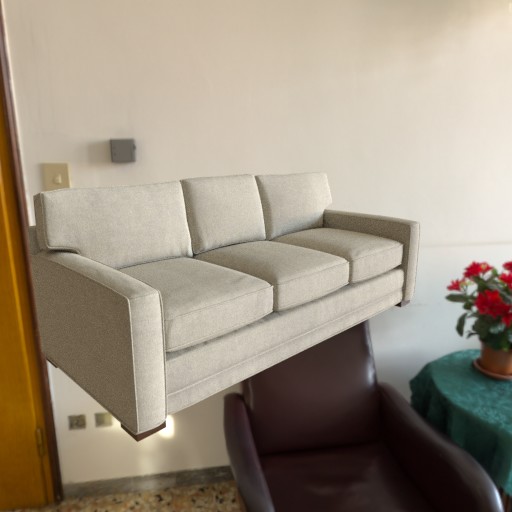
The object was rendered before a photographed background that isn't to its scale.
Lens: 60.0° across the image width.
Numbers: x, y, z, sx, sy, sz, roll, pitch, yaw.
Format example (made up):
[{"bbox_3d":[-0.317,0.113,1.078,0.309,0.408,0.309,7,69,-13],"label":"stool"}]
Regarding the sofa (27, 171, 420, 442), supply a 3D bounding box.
[{"bbox_3d":[0.000,0.000,2.491,2.093,0.862,0.936,-14,19,-43],"label":"sofa"}]
